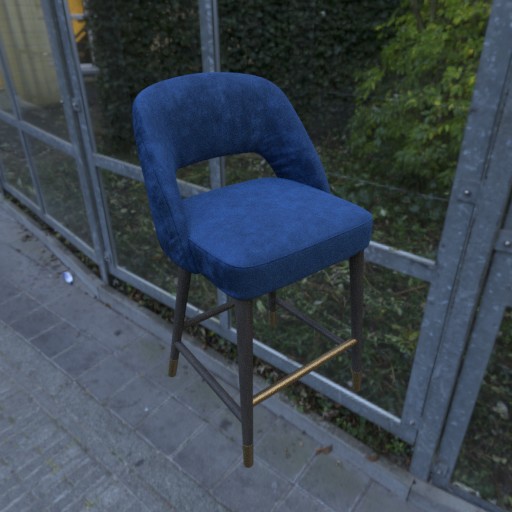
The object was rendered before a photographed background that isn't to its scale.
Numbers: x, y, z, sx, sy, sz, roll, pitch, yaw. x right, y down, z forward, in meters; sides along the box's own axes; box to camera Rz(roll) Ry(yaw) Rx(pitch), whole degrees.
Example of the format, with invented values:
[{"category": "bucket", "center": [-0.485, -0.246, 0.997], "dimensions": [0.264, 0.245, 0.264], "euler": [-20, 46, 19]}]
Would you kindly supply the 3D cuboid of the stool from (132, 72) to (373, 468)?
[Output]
[{"category": "stool", "center": [0.000, 0.000, 1.262], "dimensions": [0.536, 0.925, 0.524], "euler": [-21, 36, -32]}]
